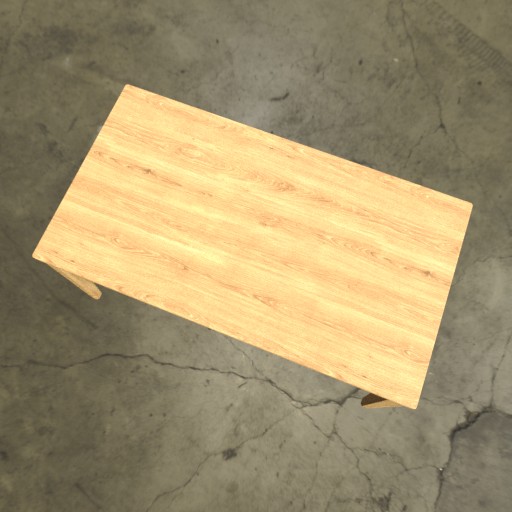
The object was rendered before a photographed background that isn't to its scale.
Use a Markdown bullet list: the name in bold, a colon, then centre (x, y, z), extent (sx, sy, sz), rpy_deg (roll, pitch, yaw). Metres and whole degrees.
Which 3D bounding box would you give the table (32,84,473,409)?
- **table**: centre (0.000, 0.000, 2.109), extent (1.600, 0.760, 0.900), rpy_deg (21, 75, 6)
